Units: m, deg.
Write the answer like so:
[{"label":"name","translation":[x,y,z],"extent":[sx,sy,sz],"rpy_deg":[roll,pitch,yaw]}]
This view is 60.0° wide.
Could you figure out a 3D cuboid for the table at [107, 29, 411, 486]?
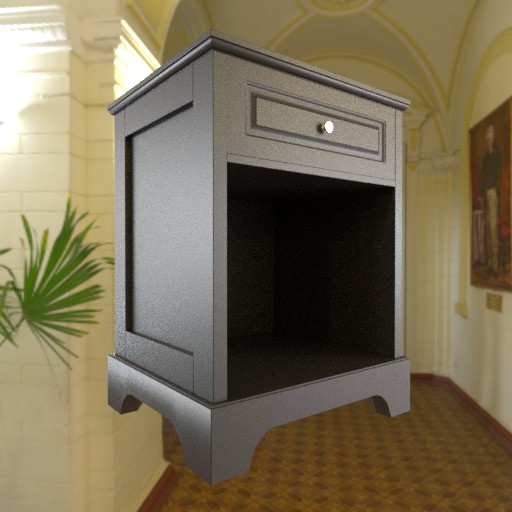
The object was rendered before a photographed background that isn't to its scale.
[{"label":"table","translation":[0.000,0.000,0.888],"extent":[0.460,0.610,0.399],"rpy_deg":[0,1,-38]}]
